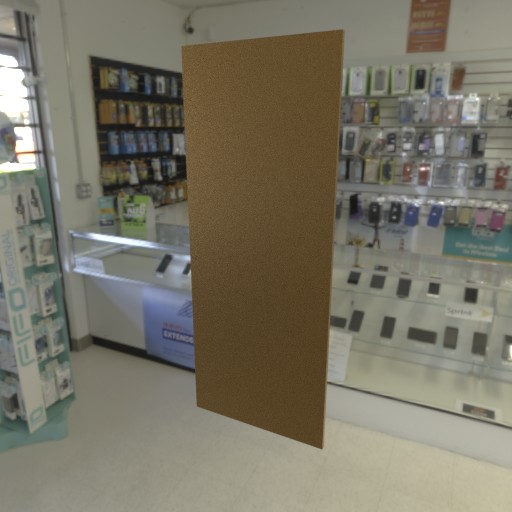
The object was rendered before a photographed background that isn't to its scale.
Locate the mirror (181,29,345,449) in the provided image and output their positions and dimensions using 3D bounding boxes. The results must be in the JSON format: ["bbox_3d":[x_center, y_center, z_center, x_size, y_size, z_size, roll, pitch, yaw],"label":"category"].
[{"bbox_3d":[0.000,0.000,2.274,0.812,2.031,0.025,8,18,27],"label":"mirror"}]
